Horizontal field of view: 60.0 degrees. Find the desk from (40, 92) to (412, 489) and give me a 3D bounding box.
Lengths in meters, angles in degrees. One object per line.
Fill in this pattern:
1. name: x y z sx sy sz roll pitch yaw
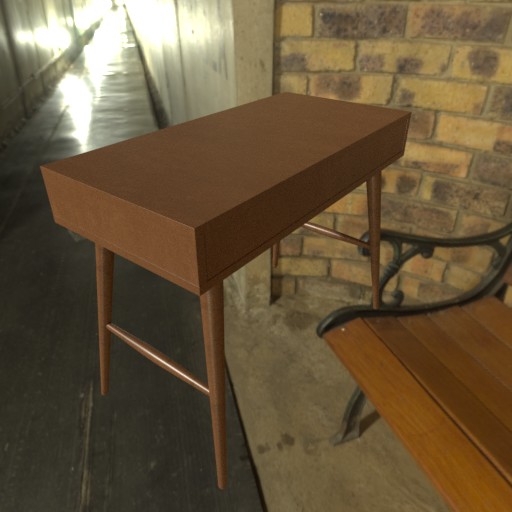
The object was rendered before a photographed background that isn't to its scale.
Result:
1. desk: 0.000 0.000 1.368 0.510 0.758 0.949 22 38 31
